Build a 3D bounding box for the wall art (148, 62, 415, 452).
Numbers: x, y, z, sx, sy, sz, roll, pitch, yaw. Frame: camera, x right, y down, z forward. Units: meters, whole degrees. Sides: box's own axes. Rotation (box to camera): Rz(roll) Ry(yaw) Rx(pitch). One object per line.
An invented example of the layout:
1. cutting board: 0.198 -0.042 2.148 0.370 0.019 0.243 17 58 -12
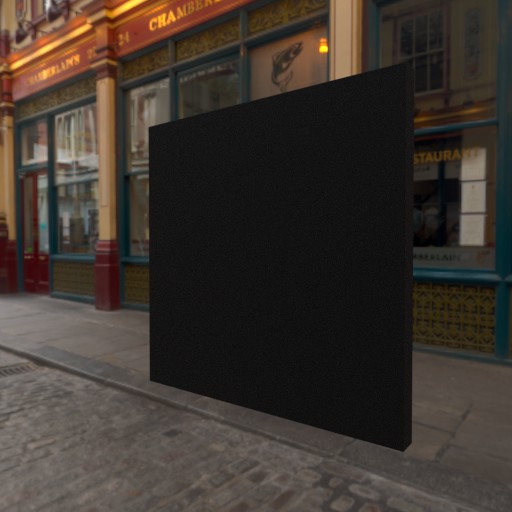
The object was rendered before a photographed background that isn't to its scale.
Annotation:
1. wall art: 0.000 0.000 0.672 0.462 0.458 0.030 1 1 37
